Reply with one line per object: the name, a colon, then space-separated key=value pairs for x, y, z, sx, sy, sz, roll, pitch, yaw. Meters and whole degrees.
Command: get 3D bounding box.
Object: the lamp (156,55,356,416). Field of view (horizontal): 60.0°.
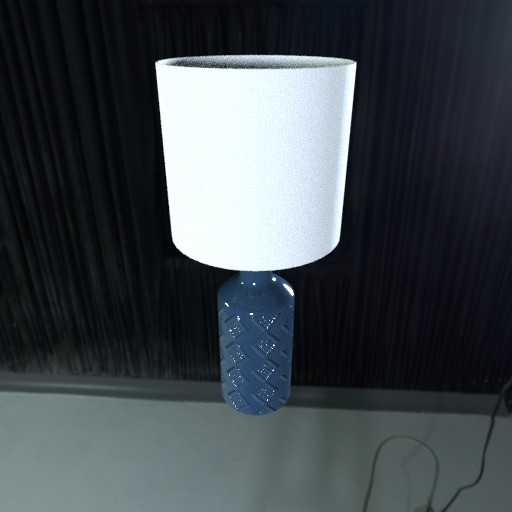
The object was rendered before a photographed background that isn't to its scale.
lamp: x=0.000 y=0.000 z=0.570 sx=0.207 sy=0.461 sz=0.207 roll=0 pitch=27 yaw=0
